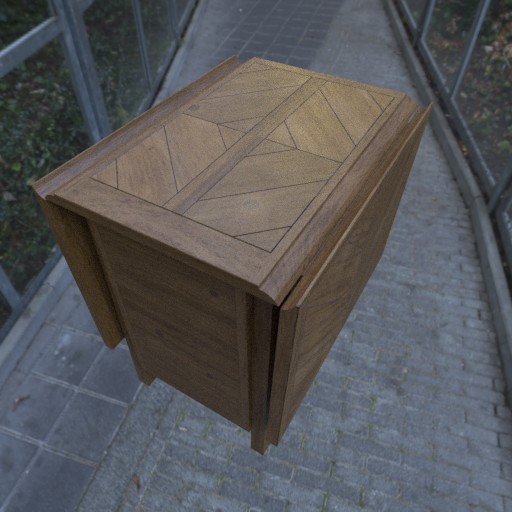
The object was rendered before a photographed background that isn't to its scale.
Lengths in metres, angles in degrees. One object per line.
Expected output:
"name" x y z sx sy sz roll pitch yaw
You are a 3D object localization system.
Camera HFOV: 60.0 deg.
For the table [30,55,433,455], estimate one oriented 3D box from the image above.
"table" 0.000 0.000 1.258 0.591 0.763 0.746 23 50 21
